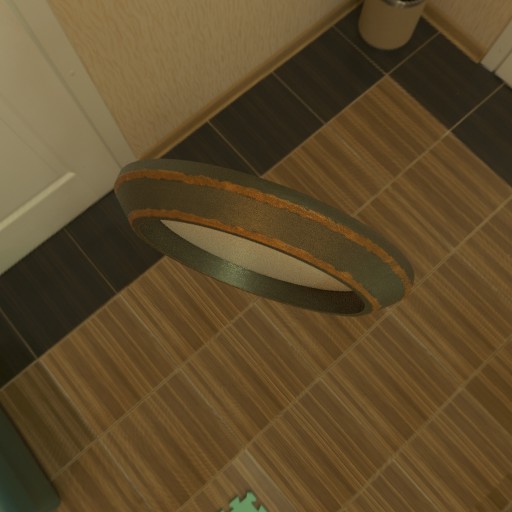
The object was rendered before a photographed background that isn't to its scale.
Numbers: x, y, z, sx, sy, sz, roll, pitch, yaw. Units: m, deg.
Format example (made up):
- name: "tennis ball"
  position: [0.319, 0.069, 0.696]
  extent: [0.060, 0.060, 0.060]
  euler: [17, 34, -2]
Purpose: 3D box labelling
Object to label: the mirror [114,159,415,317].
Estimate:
- name: "mirror"
  position: [0.000, 0.000, 1.343]
  extent: [0.907, 0.907, 0.111]
  euler: [19, 76, 5]
